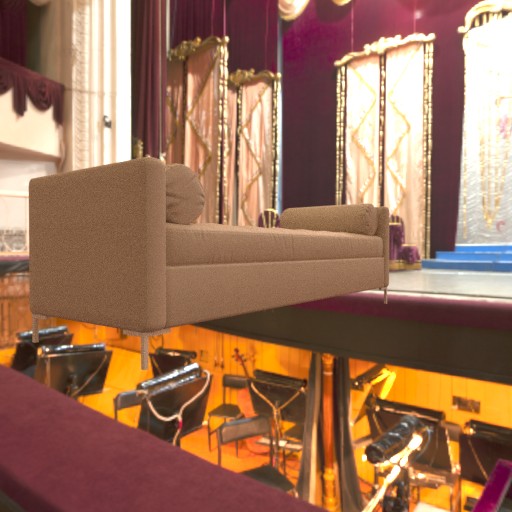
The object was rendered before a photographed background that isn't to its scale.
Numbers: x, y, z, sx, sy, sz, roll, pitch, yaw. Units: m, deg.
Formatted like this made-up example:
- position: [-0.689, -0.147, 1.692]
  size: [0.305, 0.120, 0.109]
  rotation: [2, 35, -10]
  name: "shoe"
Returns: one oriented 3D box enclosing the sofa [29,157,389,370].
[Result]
- position: [0.000, 0.000, 2.269]
  size: [0.686, 0.635, 1.981]
  rotation: [1, 1, 37]
  name: "sofa"
